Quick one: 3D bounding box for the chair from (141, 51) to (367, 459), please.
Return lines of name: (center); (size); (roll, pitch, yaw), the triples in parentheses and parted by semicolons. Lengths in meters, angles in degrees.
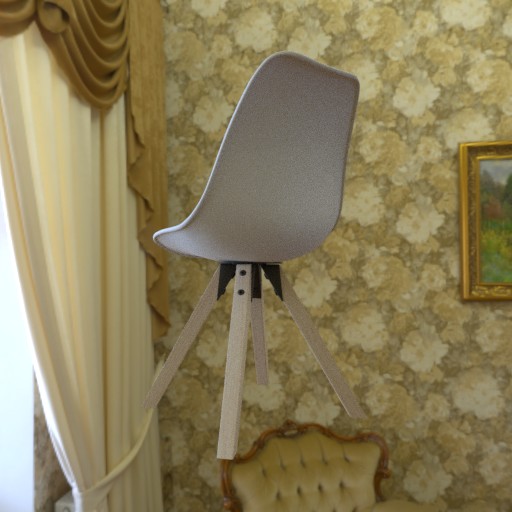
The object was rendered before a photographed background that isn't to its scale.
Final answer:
chair: (0.000, 0.000, 1.192); (0.485, 0.850, 0.550); (1, -2, -36)
